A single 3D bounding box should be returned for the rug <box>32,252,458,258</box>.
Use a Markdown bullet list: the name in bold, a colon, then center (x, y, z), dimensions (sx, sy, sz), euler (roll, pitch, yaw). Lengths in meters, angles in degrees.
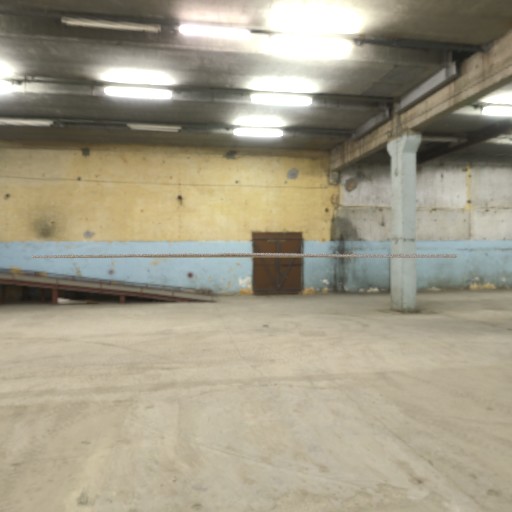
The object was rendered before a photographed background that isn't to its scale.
- **rug**: center (0.000, 0.000, 2.281), dimensions (1.792, 0.021, 1.154), euler (0, 0, 19)
